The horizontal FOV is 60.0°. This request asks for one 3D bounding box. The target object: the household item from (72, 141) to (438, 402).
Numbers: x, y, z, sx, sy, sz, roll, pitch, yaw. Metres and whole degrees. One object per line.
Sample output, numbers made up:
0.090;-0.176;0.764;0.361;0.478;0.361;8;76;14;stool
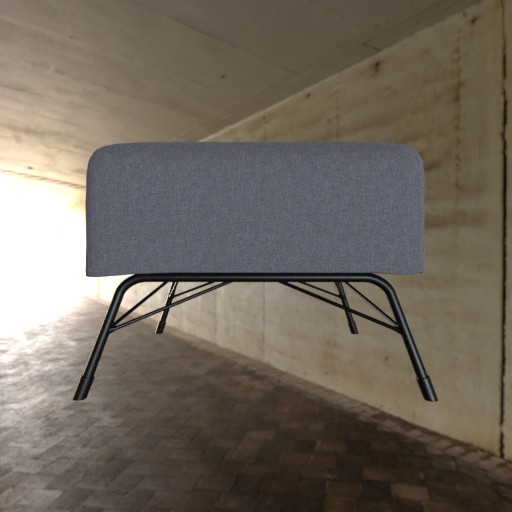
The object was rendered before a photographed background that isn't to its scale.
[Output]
0.000;0.000;0.897;0.530;0.410;0.530;0;1;0;household item
